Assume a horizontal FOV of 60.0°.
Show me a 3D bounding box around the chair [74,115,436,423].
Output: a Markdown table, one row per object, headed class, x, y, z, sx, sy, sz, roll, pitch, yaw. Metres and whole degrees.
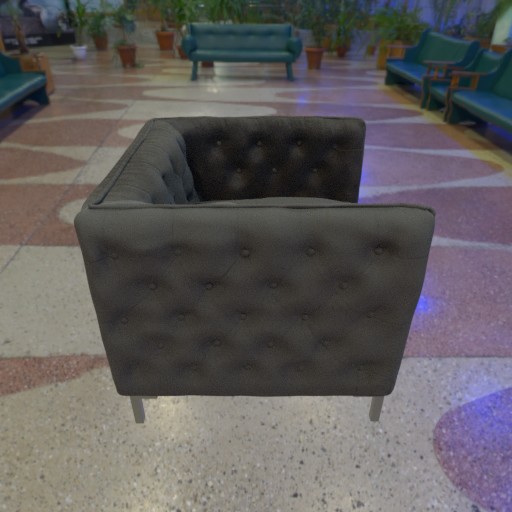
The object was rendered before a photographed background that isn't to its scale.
| class | x | y | z | sx | sy | sz | roll | pitch | yaw |
| --- | --- | --- | --- | --- | --- | --- | --- | --- | --- |
| chair | 0.000 | 0.000 | 1.633 | 0.913 | 0.807 | 0.946 | 0 | 32 | 0 |
